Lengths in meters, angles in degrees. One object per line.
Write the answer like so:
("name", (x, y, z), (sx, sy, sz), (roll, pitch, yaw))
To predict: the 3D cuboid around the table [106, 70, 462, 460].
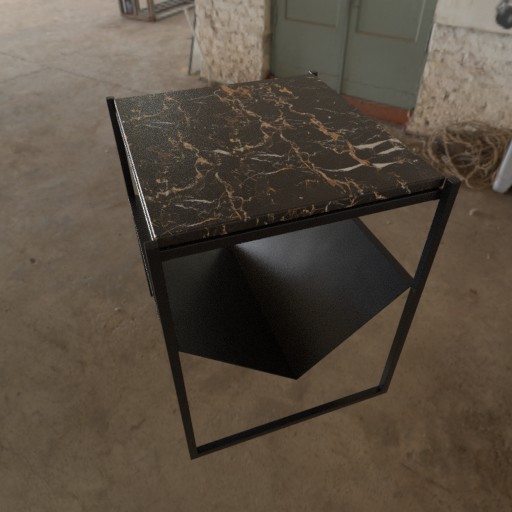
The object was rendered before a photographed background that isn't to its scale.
("table", (0.000, 0.000, 0.893), (0.432, 0.534, 0.469), (-13, 43, -15))
